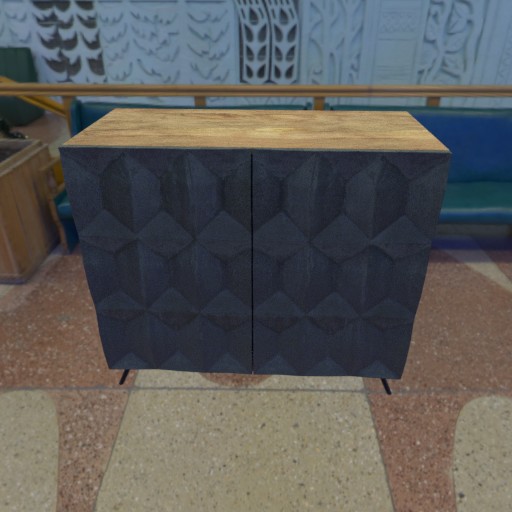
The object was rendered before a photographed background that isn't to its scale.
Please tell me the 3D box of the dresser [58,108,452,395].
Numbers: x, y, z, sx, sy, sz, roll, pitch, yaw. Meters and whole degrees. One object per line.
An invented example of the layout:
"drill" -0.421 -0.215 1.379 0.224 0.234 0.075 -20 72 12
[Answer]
"dresser" 0.000 0.000 1.473 0.967 0.847 0.446 1 30 2
